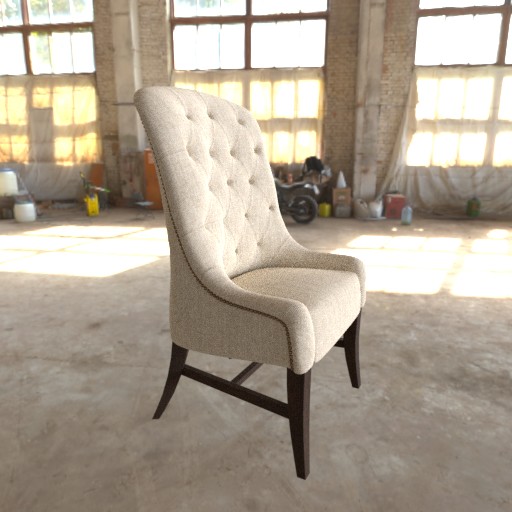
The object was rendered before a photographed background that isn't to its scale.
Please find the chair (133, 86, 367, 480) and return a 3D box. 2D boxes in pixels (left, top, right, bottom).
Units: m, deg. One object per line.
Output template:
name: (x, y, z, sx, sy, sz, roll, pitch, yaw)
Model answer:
chair: (0.000, 0.000, 1.493, 0.629, 1.091, 0.634, 7, 16, 27)
